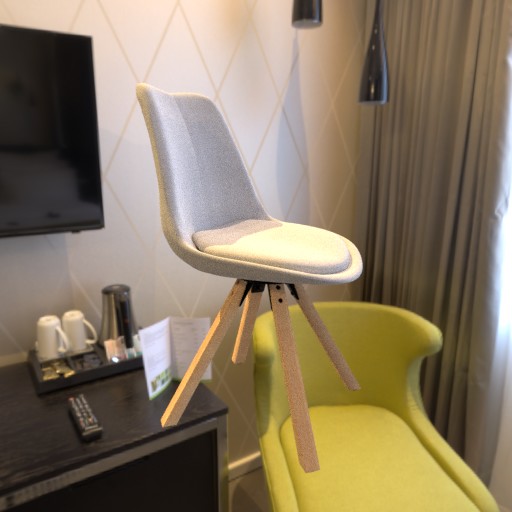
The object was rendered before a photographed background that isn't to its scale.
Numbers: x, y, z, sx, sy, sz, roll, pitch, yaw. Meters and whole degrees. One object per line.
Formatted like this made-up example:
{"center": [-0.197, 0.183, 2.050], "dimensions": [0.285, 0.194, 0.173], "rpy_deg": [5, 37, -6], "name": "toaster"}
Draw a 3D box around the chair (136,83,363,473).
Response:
{"center": [0.000, 0.000, 1.173], "dimensions": [0.549, 0.863, 0.474], "rpy_deg": [7, 15, 26], "name": "chair"}
